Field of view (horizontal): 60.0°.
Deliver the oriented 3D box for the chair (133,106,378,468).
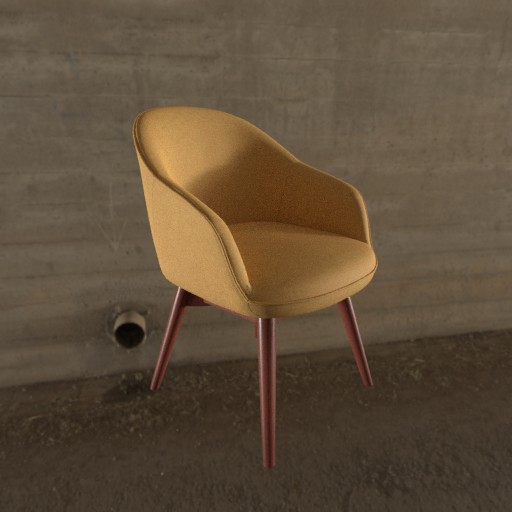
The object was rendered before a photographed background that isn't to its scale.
[{"bbox_3d":[0.000,0.000,1.261,0.635,0.823,0.596,15,22,41],"label":"chair"}]
